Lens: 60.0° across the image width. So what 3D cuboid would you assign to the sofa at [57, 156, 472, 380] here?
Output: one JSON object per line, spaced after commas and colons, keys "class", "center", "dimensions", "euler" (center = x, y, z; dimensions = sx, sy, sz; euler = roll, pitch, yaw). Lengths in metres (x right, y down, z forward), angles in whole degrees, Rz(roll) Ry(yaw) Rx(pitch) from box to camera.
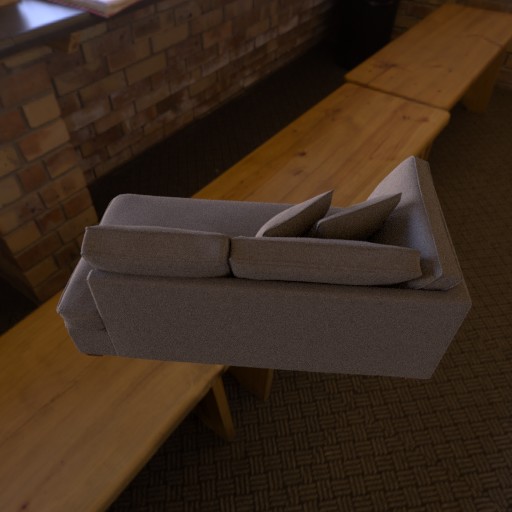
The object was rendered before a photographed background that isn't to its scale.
{"class": "sofa", "center": [0.000, 0.000, 2.830], "dimensions": [2.237, 1.033, 1.110], "euler": [3, 46, 3]}
